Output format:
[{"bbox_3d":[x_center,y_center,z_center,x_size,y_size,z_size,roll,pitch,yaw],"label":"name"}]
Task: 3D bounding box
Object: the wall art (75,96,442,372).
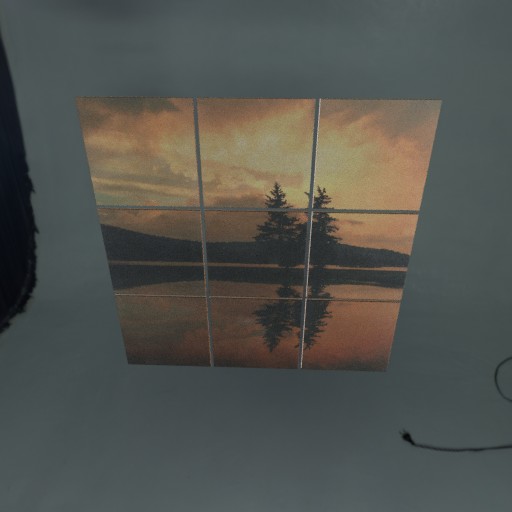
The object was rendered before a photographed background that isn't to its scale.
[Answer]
[{"bbox_3d":[0.000,0.000,1.782,1.216,1.218,0.013,1,31,2],"label":"wall art"}]
